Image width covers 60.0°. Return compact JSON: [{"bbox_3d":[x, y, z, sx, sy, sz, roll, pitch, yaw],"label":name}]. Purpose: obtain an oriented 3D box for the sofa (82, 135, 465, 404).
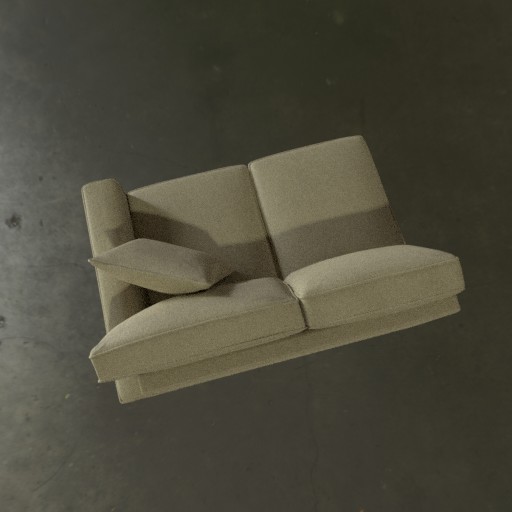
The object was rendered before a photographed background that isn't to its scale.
[{"bbox_3d":[0.000,0.000,2.060,1.388,0.989,0.991,-14,75,-4],"label":"sofa"}]
